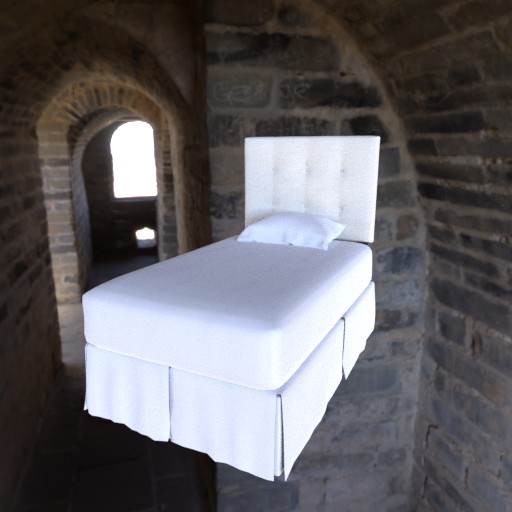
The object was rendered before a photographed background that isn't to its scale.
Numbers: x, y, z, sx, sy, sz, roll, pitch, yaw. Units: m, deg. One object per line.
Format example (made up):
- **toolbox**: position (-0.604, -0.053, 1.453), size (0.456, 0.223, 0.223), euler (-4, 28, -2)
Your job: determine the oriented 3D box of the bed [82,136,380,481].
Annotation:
- **bed**: position (0.000, 0.000, 2.929), size (1.261, 1.571, 1.997), euler (7, 15, 26)
